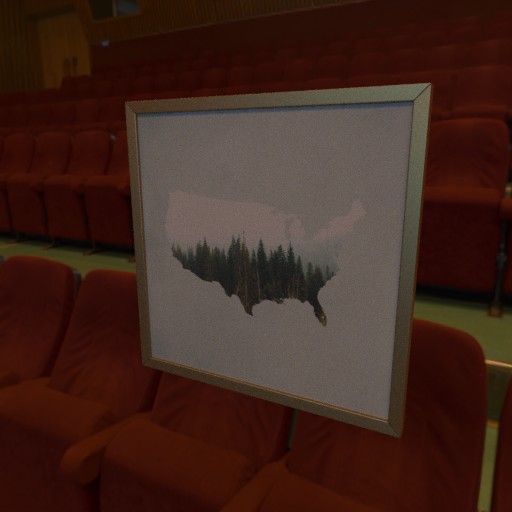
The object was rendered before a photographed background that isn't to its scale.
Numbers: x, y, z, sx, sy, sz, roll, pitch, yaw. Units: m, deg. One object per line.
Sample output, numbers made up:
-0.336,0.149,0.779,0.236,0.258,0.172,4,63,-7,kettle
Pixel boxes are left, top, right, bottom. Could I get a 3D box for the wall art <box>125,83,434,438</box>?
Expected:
0.000,0.000,1.109,0.762,0.762,0.038,7,15,27,wall art
